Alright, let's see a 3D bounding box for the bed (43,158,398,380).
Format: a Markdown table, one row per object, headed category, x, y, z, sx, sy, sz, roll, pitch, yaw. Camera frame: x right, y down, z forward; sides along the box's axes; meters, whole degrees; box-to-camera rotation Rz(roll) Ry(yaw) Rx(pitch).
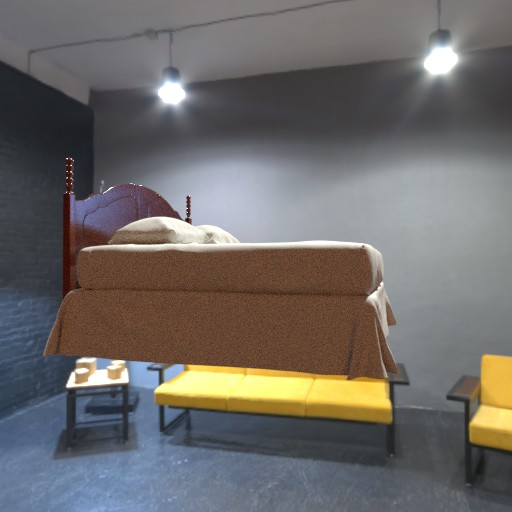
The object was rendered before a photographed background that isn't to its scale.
| category | x | y | z | sx | sy | sz | roll | pitch | yaw |
| --- | --- | --- | --- | --- | --- | --- | --- | --- | --- |
| bed | 0.000 | 0.000 | 3.652 | 2.219 | 1.355 | 2.322 | 0 | -1 | 18 |
